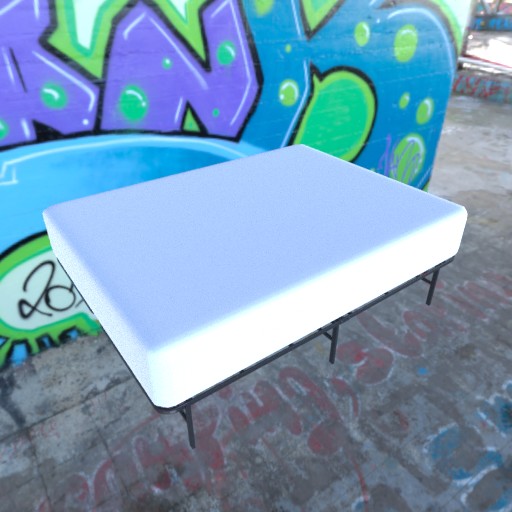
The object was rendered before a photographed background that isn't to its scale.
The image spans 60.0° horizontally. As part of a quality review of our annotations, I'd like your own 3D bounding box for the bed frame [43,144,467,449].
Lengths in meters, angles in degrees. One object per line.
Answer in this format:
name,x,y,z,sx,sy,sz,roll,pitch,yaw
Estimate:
bed frame,0.000,0.000,2.765,2.037,0.677,1.528,-21,38,-30
